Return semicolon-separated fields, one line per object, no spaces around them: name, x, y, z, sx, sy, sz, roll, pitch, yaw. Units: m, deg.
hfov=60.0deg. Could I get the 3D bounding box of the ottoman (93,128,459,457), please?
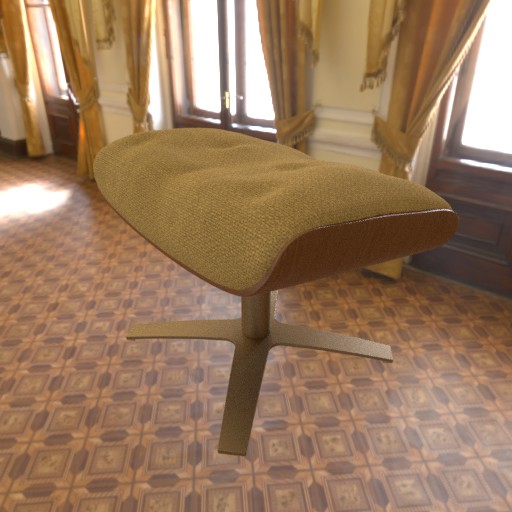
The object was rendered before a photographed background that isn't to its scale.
ottoman;0.000;0.000;0.783;0.394;0.391;0.520;-19;32;-33
